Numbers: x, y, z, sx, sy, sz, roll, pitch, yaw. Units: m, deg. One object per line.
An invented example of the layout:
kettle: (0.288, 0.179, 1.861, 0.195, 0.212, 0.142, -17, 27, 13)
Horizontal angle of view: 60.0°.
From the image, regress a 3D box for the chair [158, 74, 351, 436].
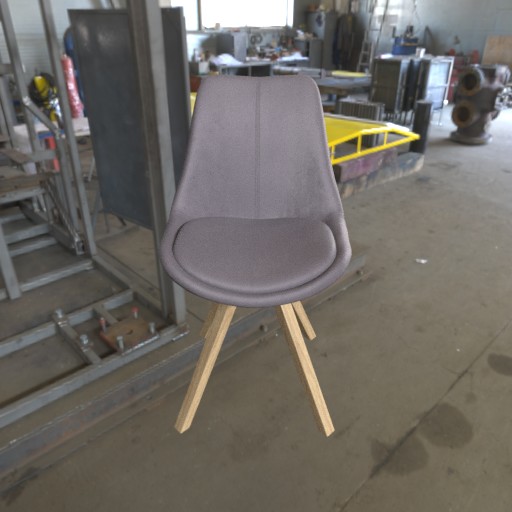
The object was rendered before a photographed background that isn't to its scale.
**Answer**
chair: (0.000, 0.000, 1.203, 0.483, 0.865, 0.547, 1, 28, 1)
